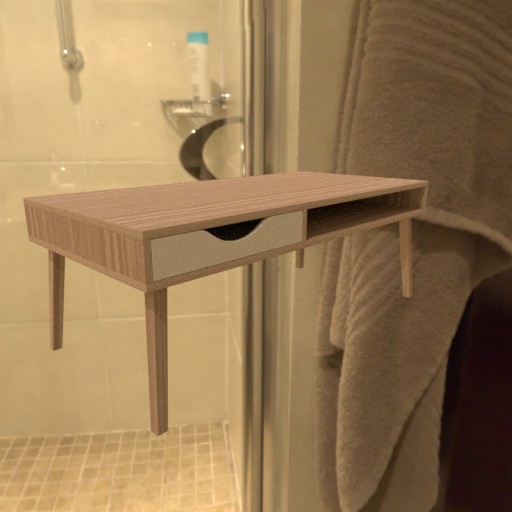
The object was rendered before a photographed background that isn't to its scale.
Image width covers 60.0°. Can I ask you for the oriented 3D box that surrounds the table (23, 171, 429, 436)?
[{"bbox_3d":[0.000,0.000,1.476,0.600,0.450,1.200,15,21,42],"label":"table"}]
